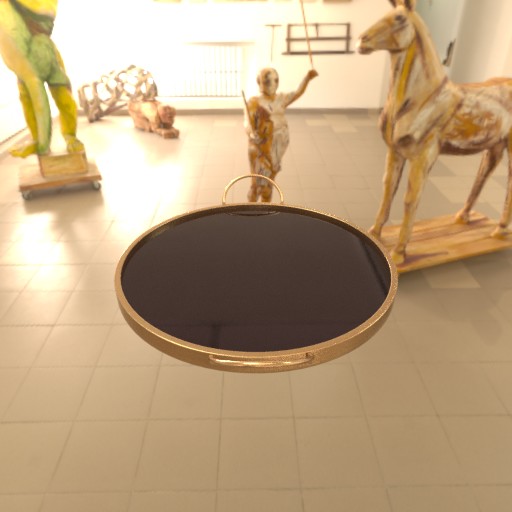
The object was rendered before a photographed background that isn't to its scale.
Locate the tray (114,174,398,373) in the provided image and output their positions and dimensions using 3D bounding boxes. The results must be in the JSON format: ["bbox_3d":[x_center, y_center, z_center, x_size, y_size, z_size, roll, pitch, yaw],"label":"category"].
[{"bbox_3d":[0.000,0.000,0.706,0.438,0.069,0.543,-1,31,-1],"label":"tray"}]
